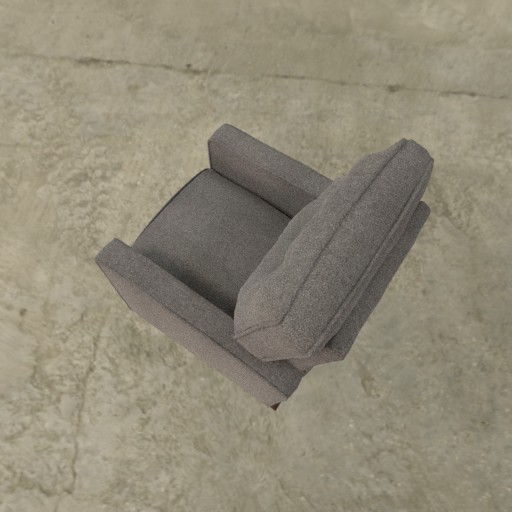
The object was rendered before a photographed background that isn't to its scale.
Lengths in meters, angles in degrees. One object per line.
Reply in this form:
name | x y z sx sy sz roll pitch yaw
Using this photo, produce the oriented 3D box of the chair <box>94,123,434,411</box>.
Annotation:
chair | 0.000 0.000 1.403 0.775 0.889 0.650 31 67 15
